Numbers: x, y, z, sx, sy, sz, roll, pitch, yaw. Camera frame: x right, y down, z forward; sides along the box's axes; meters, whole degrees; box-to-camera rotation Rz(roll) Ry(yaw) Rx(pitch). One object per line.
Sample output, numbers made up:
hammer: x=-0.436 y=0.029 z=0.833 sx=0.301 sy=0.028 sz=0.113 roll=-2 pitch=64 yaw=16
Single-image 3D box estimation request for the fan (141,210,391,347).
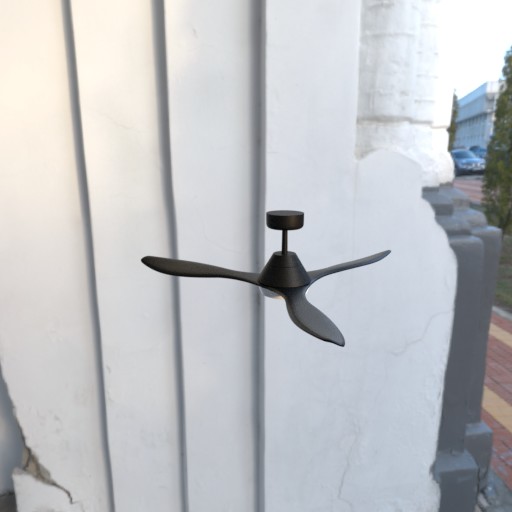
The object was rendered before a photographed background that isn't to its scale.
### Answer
fan: x=0.000 y=0.000 z=1.616 sx=1.067 sy=0.305 sz=1.067 roll=3 pitch=14 yaw=10
